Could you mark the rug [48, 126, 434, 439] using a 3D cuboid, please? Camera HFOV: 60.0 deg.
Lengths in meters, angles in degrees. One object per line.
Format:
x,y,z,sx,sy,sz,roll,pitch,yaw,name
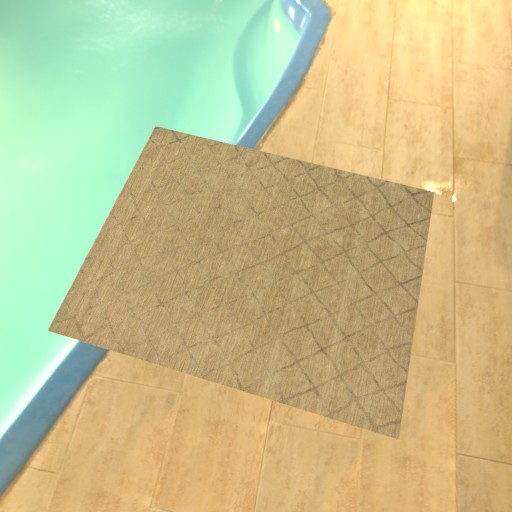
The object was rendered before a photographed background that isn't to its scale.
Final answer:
0.000,0.000,4.157,3.038,0.019,2.420,15,64,7,rug
